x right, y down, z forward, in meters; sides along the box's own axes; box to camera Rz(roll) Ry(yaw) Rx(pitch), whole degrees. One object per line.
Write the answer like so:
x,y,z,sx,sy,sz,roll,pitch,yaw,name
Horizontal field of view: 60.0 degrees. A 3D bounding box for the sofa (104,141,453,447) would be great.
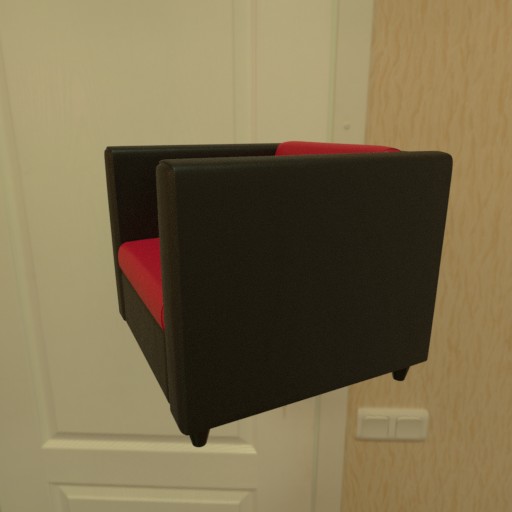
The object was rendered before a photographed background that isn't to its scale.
0.000,0.000,1.482,0.809,0.724,0.839,-8,18,-25,sofa
